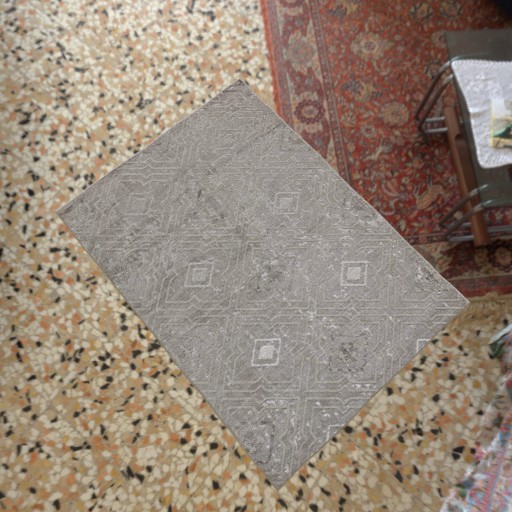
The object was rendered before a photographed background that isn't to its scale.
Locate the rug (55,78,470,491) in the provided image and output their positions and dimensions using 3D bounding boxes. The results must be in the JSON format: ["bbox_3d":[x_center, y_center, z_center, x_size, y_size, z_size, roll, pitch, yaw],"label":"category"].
[{"bbox_3d":[0.000,0.000,4.309,2.448,0.020,3.359,-40,77,-11],"label":"rug"}]
